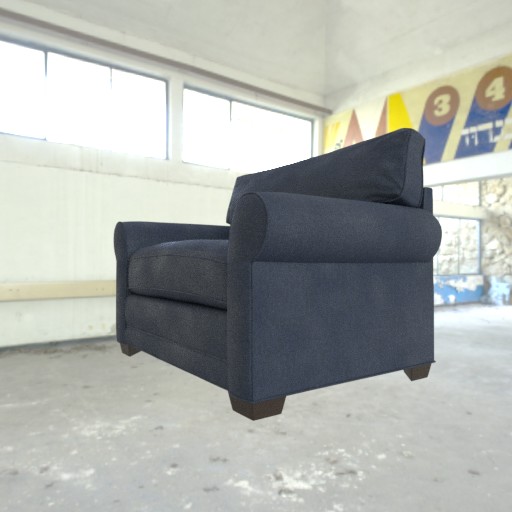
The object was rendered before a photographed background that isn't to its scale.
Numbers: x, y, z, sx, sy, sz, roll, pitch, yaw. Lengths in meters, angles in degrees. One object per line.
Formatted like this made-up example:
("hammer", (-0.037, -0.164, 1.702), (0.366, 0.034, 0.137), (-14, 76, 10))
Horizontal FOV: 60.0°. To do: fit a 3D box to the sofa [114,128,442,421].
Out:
("sofa", (0.000, 0.000, 2.065), (0.938, 1.004, 1.405), (0, -1, -35))
